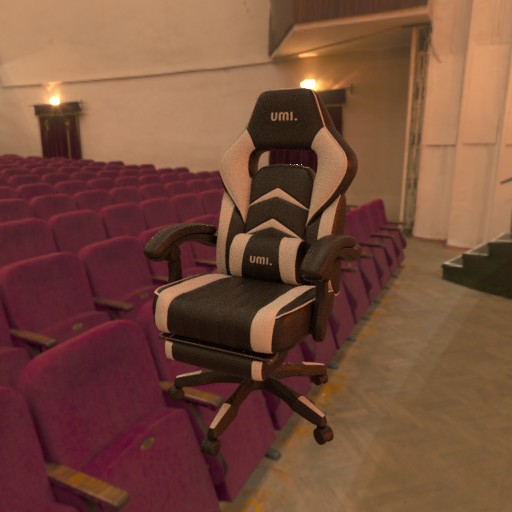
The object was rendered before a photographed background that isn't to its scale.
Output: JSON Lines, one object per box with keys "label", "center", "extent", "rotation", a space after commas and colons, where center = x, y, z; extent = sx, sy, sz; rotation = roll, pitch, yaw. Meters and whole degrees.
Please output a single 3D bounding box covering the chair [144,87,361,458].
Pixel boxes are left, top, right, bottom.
{"label": "chair", "center": [0.000, 0.000, 1.594], "extent": [0.676, 1.200, 0.700], "rotation": [6, 15, 26]}
